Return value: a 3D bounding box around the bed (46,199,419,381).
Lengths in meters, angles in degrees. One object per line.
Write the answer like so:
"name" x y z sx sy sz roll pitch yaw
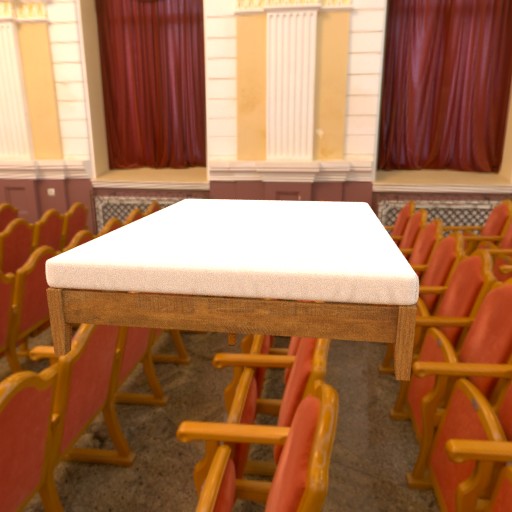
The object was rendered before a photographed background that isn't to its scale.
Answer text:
"bed" 0.000 0.000 2.758 1.536 0.431 2.016 2 15 8
